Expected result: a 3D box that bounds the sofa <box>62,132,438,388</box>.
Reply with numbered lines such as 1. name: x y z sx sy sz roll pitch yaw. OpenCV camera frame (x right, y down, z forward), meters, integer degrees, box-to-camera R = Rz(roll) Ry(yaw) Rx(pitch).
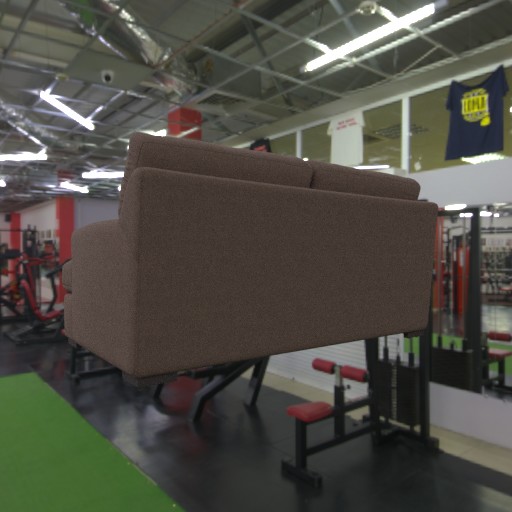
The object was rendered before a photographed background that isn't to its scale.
1. sofa: 0.000 0.000 2.473 1.869 0.950 1.140 0 0 -36
